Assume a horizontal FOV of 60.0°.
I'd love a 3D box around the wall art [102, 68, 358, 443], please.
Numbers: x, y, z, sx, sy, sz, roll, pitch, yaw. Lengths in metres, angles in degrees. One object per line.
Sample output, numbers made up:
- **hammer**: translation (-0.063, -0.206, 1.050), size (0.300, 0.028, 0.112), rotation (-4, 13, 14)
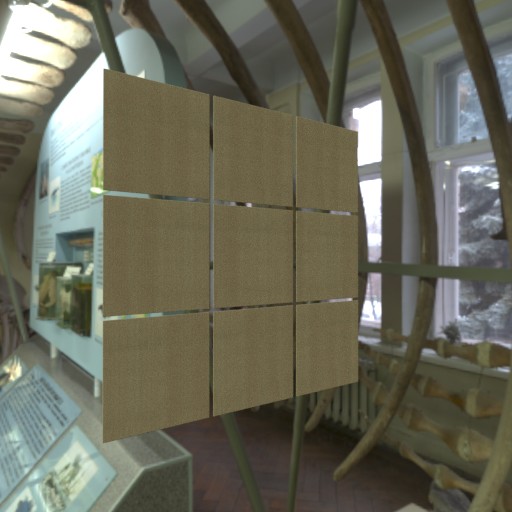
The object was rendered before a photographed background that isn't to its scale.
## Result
- **wall art**: translation (0.000, 0.000, 2.224), size (1.517, 1.505, 0.002), rotation (0, 0, -36)
